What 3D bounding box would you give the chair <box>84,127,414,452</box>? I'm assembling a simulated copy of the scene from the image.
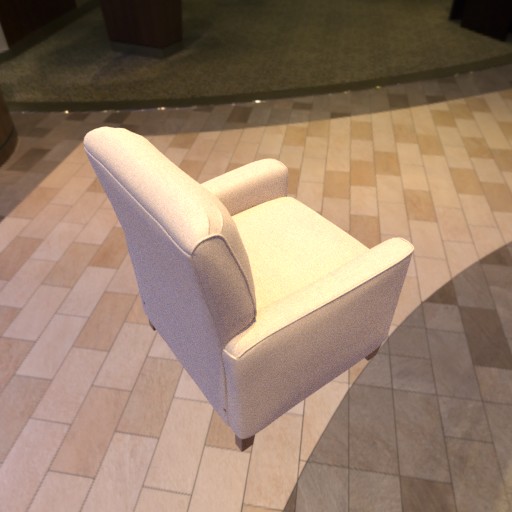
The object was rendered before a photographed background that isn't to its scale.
[{"bbox_3d":[0.000,0.000,1.660,0.858,1.023,0.841,-26,47,-27],"label":"chair"}]
